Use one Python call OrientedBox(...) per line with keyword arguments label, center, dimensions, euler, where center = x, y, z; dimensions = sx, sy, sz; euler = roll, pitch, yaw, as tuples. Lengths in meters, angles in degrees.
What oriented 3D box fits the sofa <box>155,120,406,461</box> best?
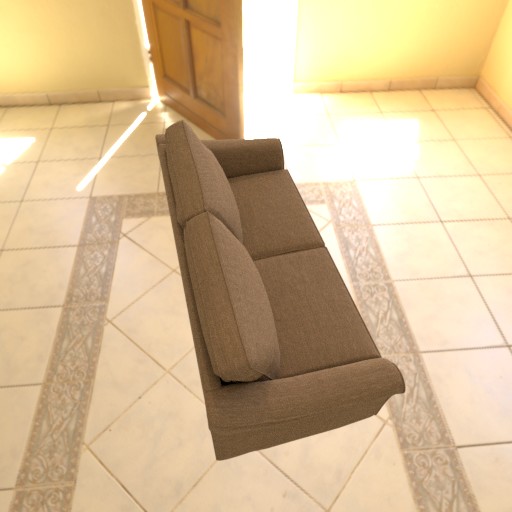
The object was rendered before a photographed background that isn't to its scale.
OrientedBox(label="sofa", center=(0.000, 0.000, 2.838), dimensions=(0.980, 0.965, 2.270), euler=(-11, 49, -10))
